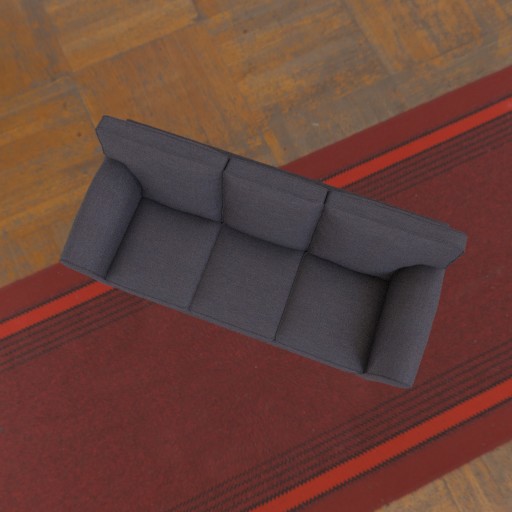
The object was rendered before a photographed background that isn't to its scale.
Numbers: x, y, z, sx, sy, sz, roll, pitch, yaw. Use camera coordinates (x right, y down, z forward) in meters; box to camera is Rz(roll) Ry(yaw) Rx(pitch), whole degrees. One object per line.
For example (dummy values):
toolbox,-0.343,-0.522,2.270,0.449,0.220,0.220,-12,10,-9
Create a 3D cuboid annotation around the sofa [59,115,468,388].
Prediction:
sofa,0.000,0.000,2.662,2.084,0.966,0.909,19,77,5
